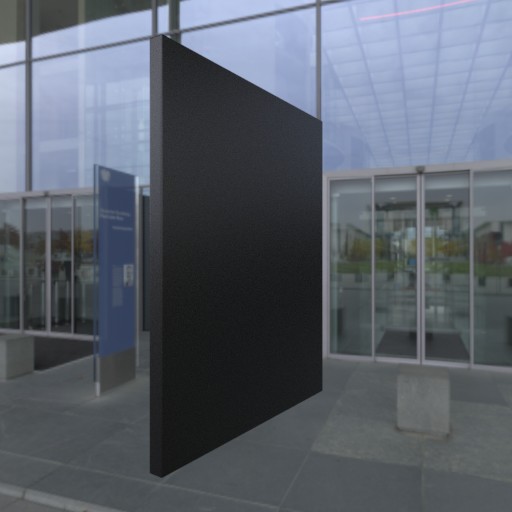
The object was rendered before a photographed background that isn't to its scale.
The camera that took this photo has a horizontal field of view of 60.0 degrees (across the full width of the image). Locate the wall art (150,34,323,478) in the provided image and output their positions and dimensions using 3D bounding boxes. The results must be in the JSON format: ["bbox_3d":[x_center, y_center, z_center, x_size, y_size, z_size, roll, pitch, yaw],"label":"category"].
[{"bbox_3d":[0.000,0.000,1.591,0.053,1.194,0.950,0,0,35],"label":"wall art"}]
